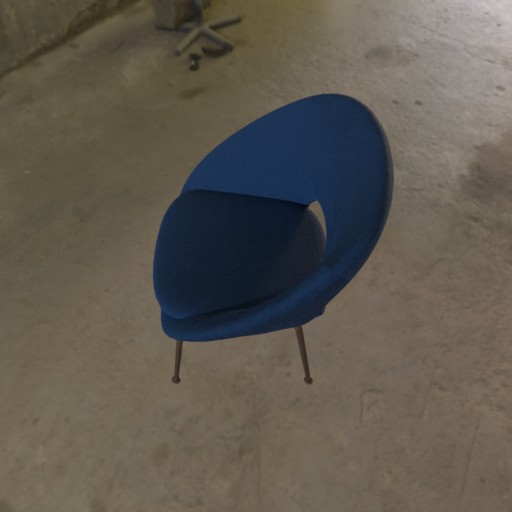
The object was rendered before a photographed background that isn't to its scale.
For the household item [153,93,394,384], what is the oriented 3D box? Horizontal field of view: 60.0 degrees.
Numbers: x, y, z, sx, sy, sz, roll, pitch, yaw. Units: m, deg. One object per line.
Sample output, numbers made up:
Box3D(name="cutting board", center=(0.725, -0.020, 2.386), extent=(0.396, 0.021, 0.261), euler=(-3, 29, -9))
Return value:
Box3D(name="household item", center=(0.000, 0.000, 1.269), extent=(0.573, 0.852, 0.623), euler=(0, 57, 0))
